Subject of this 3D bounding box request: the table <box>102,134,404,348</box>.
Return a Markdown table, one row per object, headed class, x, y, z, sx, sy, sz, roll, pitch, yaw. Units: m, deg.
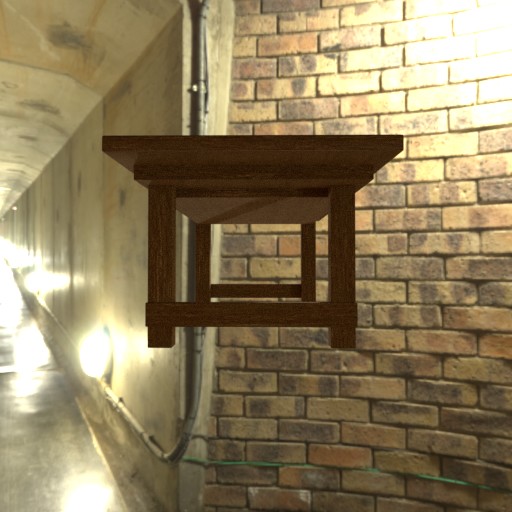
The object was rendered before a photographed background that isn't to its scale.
| class | x | y | z | sx | sy | sz | roll | pitch | yaw |
| --- | --- | --- | --- | --- | --- | --- | --- | --- | --- |
| table | 0.000 | 0.000 | 2.446 | 1.000 | 0.762 | 1.982 | 0 | -1 | 1 |
